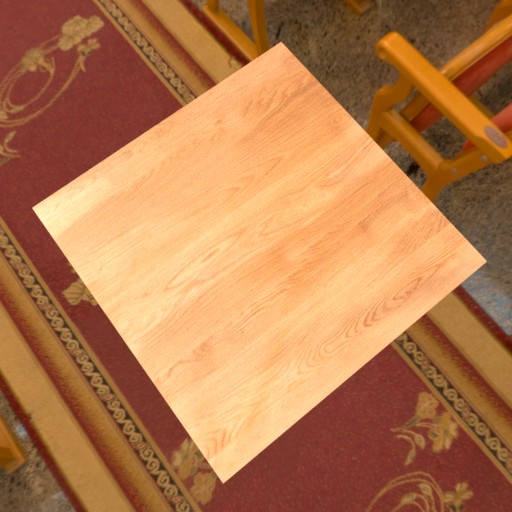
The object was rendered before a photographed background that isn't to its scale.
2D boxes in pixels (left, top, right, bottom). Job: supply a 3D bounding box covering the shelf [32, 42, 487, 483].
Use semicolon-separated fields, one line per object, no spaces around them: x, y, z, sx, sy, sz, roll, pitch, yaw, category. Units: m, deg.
0.000;0.000;1.460;0.899;0.480;0.899;-37;78;-9;shelf
